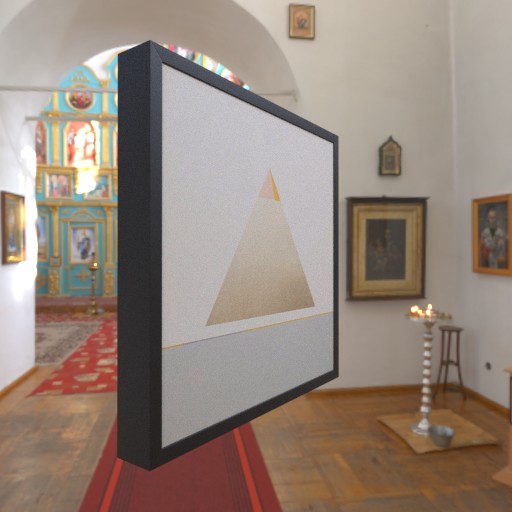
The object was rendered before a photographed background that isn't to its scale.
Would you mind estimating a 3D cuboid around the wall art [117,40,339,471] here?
[{"bbox_3d":[0.000,0.000,0.445,0.037,0.303,0.304,0,0,36],"label":"wall art"}]
